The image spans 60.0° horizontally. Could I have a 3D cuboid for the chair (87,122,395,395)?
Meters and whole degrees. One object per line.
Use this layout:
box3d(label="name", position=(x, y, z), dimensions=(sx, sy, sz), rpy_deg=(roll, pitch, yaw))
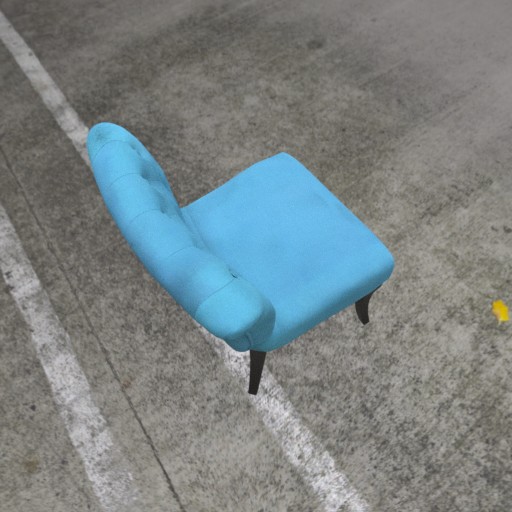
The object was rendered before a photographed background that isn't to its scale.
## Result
box3d(label="chair", position=(0.000, 0.000, 1.210), dimensions=(0.605, 0.750, 0.582), rpy_deg=(-31, 62, -18))
